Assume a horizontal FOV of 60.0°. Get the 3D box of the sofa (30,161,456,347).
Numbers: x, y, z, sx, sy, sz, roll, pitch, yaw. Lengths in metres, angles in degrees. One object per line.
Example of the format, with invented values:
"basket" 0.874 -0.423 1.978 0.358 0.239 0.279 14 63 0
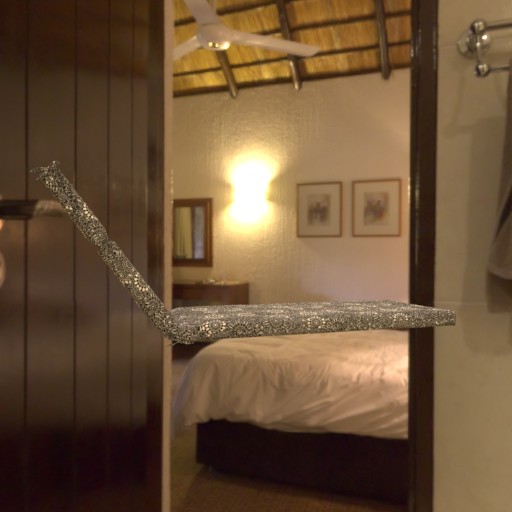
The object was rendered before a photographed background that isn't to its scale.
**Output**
"sofa" 0.000 0.000 1.900 1.663 0.622 0.582 0 0 -18
